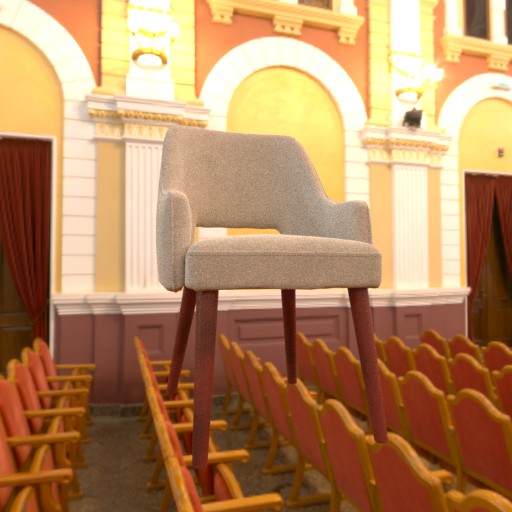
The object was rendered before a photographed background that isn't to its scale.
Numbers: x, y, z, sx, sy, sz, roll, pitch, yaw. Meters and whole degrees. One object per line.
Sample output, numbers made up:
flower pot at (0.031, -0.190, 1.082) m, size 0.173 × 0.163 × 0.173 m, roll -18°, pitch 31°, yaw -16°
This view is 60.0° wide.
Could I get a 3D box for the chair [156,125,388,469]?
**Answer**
chair at (0.000, 0.000, 1.226) m, size 0.548 × 0.849 × 0.605 m, roll 0°, pitch -1°, yaw -17°
